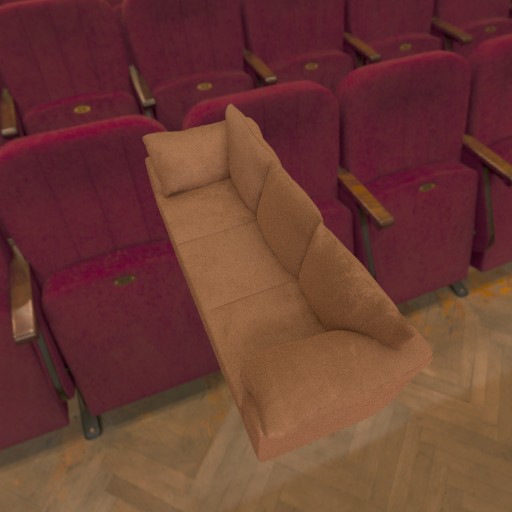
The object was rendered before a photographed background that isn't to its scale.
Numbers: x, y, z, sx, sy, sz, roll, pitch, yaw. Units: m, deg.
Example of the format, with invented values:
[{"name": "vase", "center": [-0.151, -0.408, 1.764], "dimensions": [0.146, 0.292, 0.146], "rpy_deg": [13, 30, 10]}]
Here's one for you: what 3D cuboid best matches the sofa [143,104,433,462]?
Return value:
[{"name": "sofa", "center": [0.000, 0.000, 2.792], "dimensions": [0.893, 0.981, 2.377], "rpy_deg": [-17, 49, -15]}]
